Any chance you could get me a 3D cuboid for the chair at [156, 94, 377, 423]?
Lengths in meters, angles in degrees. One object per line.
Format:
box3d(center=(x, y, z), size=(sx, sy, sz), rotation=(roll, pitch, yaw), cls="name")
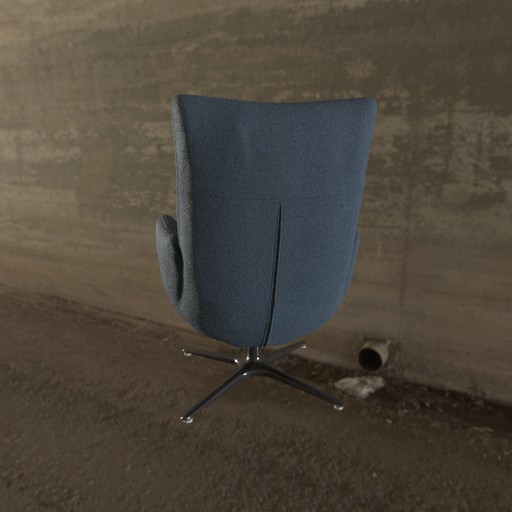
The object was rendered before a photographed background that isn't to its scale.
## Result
box3d(center=(0.000, 0.000, 1.611), size=(0.711, 1.016, 0.889), rotation=(-2, 13, -8), cls="chair")
